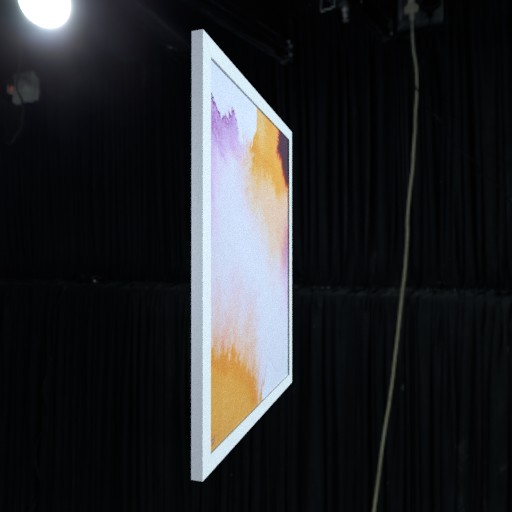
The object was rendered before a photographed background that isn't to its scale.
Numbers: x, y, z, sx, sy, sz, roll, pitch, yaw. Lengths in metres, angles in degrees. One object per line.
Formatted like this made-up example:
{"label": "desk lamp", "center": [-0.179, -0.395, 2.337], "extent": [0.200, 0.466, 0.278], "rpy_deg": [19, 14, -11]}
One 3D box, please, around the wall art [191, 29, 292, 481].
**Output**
{"label": "wall art", "center": [0.000, 0.000, 0.630], "extent": [0.013, 0.456, 0.382], "rpy_deg": [0, -1, 18]}
